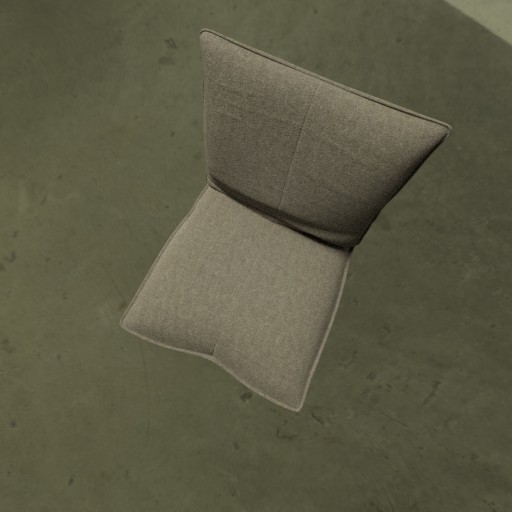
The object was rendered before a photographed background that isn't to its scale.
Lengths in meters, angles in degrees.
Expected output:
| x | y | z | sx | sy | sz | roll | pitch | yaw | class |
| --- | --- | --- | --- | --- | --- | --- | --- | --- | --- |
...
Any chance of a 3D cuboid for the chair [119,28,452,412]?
| x | y | z | sx | sy | sz | roll | pitch | yaw | class |
| --- | --- | --- | --- | --- | --- | --- | --- | --- | --- |
| 0.000 | 0.000 | 1.267 | 0.597 | 0.811 | 0.696 | 25 | 77 | 6 | chair |
